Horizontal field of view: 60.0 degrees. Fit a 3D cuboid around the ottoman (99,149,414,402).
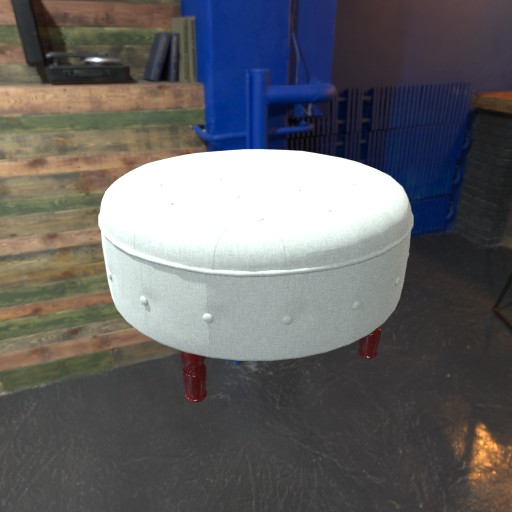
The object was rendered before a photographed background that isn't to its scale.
[{"bbox_3d":[0.000,0.000,1.324,0.850,0.483,0.850,0,26,0],"label":"ottoman"}]
